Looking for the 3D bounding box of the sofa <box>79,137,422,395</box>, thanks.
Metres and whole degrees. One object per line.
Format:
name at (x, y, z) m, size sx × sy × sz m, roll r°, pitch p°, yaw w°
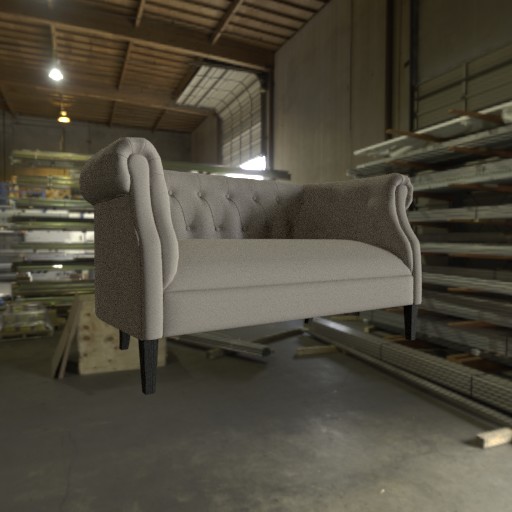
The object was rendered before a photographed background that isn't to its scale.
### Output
sofa at (0.000, 0.000, 2.079) m, size 1.558 × 0.827 × 0.835 m, roll -1°, pitch 2°, yaw -35°
